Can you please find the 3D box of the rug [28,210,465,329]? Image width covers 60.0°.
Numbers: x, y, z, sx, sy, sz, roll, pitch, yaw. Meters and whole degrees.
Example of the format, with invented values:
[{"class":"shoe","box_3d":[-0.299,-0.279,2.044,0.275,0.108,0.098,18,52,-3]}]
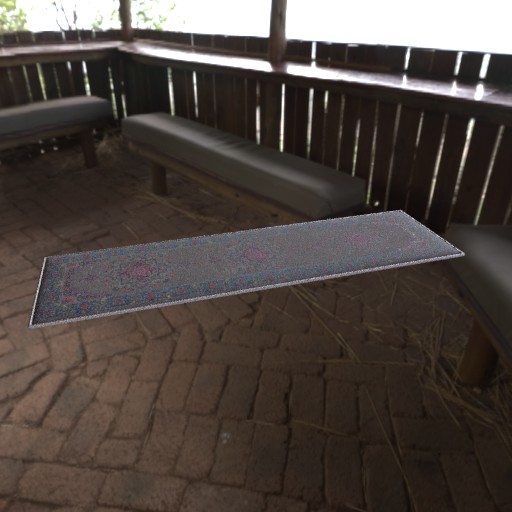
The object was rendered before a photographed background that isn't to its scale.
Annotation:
[{"class":"rug","box_3d":[0.000,0.000,2.509,2.297,0.019,0.659,-8,30,-15]}]
